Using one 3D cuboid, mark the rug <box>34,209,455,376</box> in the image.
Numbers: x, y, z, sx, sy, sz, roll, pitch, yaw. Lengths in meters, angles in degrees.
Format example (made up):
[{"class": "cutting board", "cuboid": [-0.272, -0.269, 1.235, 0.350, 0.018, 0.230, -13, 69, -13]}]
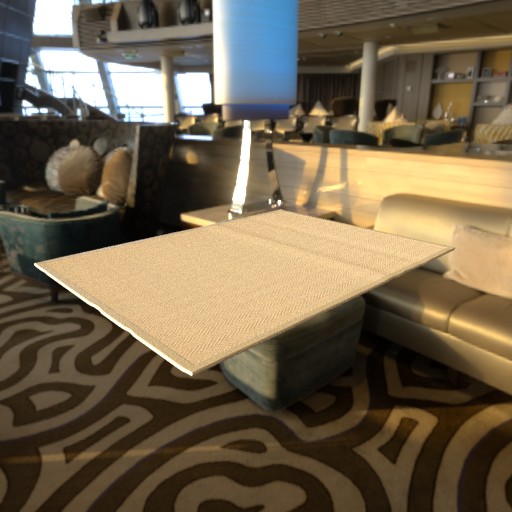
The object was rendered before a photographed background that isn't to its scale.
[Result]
[{"class": "rug", "cuboid": [0.000, 0.000, 4.766, 3.659, 0.037, 2.734, -17, 25, -41]}]
